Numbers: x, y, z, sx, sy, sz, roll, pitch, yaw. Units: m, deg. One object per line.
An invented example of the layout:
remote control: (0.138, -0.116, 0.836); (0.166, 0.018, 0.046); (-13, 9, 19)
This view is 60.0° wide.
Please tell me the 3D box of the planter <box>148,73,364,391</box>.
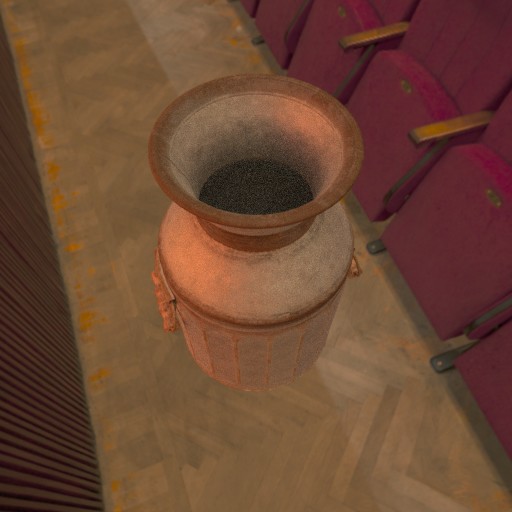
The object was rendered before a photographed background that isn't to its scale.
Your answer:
planter: (0.000, 0.000, 0.514); (0.248, 0.358, 0.215); (-16, 59, -10)
